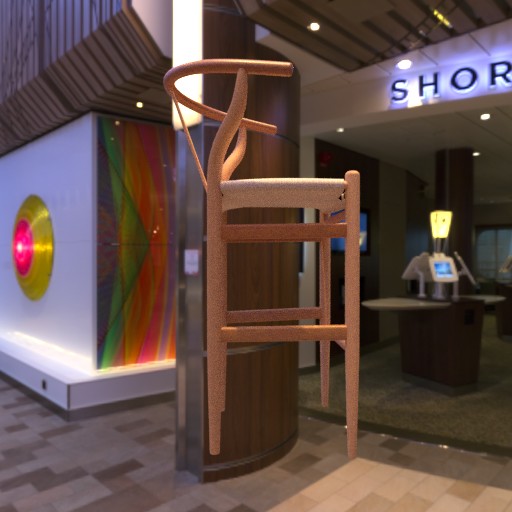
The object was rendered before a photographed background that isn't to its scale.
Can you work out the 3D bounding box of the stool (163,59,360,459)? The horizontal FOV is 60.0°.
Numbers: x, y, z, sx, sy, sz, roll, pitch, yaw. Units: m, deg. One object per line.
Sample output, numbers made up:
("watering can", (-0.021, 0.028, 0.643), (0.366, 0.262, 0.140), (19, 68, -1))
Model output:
("stool", (0.000, 0.000, 1.367), (0.561, 1.068, 0.574), (0, 0, -1))
